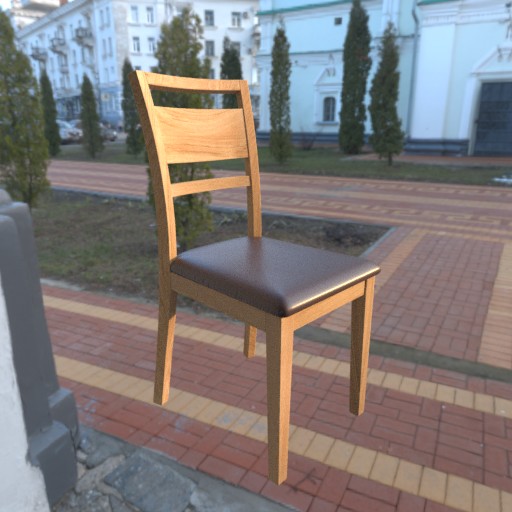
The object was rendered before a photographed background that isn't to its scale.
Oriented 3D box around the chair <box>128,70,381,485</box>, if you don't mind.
[{"bbox_3d":[0.000,0.000,1.205,0.545,0.940,0.420,15,23,41],"label":"chair"}]
